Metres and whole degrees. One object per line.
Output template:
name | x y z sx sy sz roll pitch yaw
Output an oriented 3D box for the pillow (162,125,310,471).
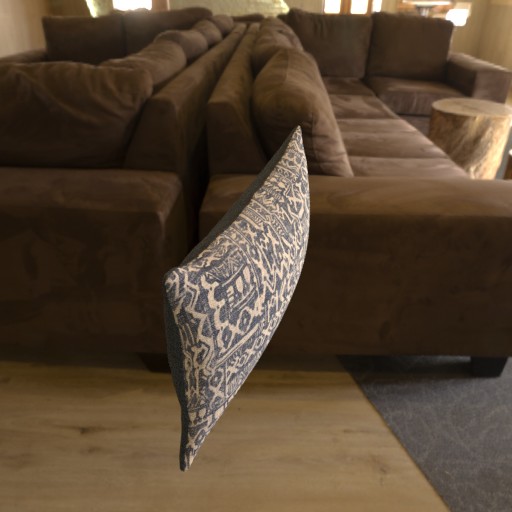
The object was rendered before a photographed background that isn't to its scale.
pillow | 0.000 0.000 0.754 0.148 0.292 0.631 9 32 15
